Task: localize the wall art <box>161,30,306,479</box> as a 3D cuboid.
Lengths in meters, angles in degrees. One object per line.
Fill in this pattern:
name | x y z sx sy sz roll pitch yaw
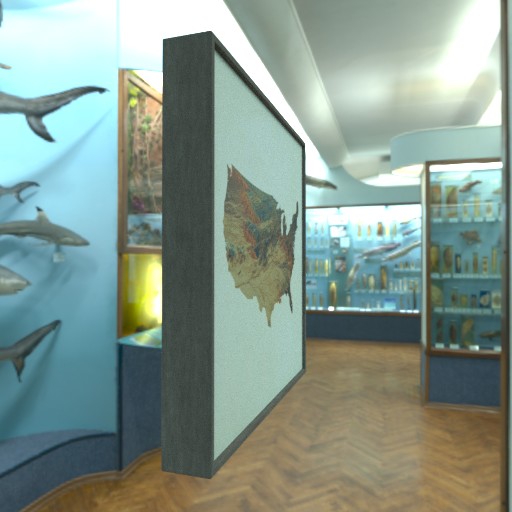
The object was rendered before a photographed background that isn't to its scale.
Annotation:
wall art | 0.000 0.000 0.447 0.038 0.302 0.303 0 -1 18
